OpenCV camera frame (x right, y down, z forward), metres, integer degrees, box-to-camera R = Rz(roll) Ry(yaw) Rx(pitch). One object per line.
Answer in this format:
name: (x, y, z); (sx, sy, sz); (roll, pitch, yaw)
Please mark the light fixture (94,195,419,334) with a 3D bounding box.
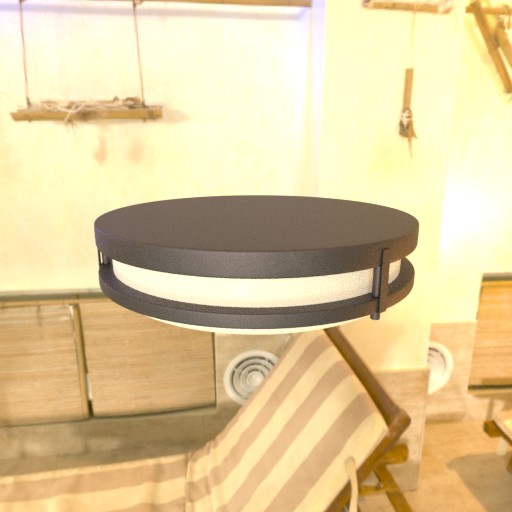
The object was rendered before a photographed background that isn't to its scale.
light fixture: (0.000, 0.000, 0.524); (0.356, 0.102, 0.356); (0, 15, 0)
